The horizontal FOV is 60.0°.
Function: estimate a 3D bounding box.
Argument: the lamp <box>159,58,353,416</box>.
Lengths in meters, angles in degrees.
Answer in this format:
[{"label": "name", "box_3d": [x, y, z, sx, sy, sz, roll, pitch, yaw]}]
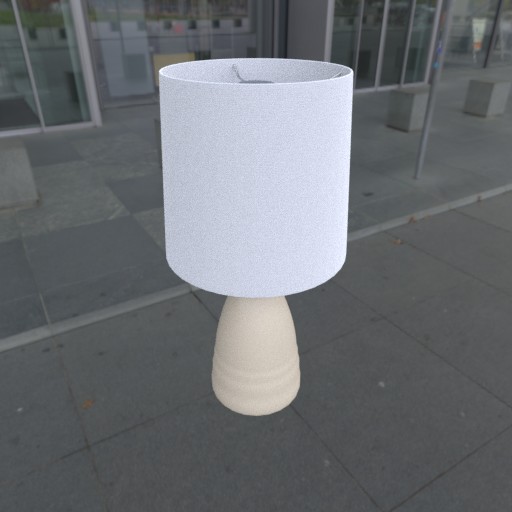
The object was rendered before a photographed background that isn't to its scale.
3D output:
[{"label": "lamp", "box_3d": [0.000, 0.000, 0.471, 0.186, 0.369, 0.186, 0, 30, 0]}]
